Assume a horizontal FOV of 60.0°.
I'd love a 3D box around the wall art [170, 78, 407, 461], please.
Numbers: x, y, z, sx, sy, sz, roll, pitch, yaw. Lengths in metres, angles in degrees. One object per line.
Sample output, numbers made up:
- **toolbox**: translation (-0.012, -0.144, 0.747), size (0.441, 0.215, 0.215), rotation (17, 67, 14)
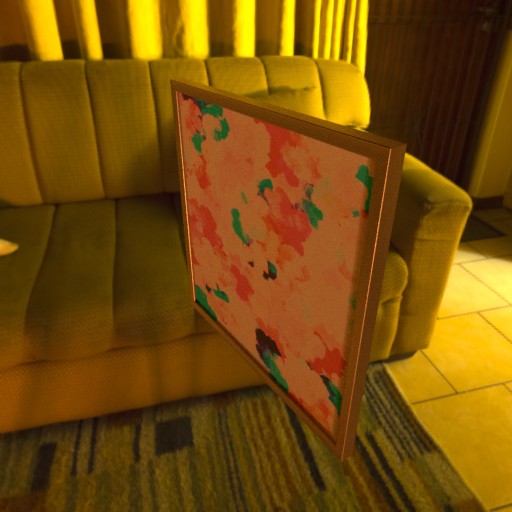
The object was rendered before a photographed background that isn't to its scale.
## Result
- **wall art**: translation (0.000, 0.000, 1.147), size (0.036, 0.765, 0.767), rotation (-20, 36, -30)
